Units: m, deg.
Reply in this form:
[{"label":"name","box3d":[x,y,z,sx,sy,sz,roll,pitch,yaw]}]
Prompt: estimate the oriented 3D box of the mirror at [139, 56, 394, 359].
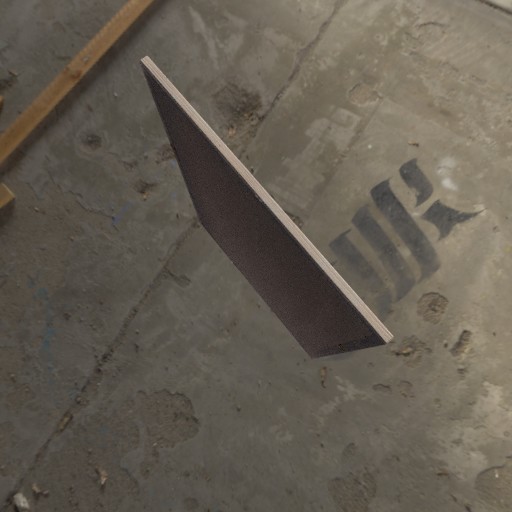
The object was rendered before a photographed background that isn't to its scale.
[{"label":"mirror","box3d":[0.000,0.000,1.285,0.025,0.996,0.705,-38,79,-9]}]
